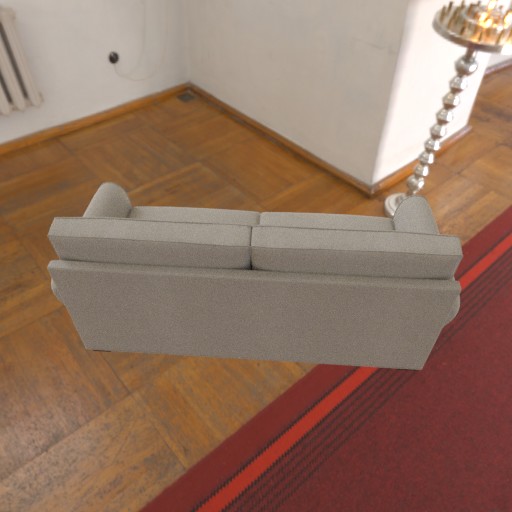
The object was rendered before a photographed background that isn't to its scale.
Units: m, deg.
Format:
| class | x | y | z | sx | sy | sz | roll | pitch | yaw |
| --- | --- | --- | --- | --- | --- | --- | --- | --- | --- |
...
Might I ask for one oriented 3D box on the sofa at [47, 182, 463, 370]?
| class | x | y | z | sx | sy | sz | roll | pitch | yaw |
| --- | --- | --- | --- | --- | --- | --- | --- | --- | --- |
| sofa | 0.000 | 0.000 | 2.630 | 2.146 | 0.962 | 0.901 | 3 | 45 | 3 |
